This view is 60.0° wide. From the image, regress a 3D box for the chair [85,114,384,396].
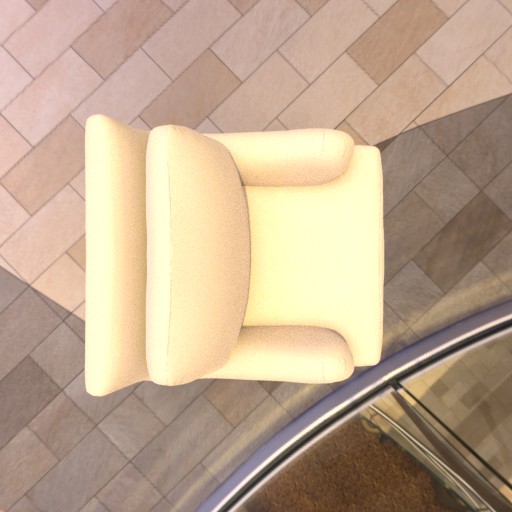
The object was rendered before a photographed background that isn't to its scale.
[{"bbox_3d":[0.000,0.000,1.834,1.070,1.038,0.955,0,90,0],"label":"chair"}]
